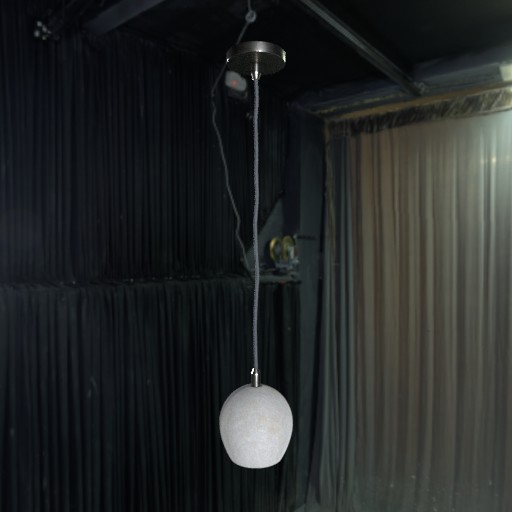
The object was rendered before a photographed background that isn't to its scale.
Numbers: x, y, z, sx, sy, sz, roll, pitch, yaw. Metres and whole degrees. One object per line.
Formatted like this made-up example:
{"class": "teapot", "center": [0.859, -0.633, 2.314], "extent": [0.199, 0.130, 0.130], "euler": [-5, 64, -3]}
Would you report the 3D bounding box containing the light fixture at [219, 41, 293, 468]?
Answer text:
{"class": "light fixture", "center": [0.000, 0.000, 0.844], "extent": [0.139, 0.764, 0.139], "euler": [0, 1, 35]}
